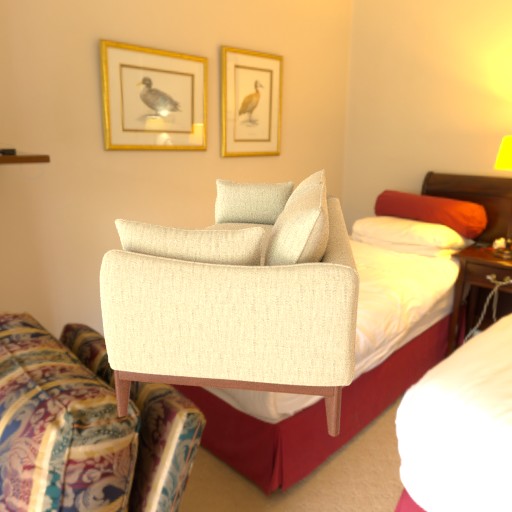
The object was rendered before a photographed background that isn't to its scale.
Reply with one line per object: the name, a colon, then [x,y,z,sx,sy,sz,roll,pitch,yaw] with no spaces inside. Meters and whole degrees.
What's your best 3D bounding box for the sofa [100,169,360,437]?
sofa: [0.000,0.000,2.517,0.991,0.860,1.989,2,15,8]
